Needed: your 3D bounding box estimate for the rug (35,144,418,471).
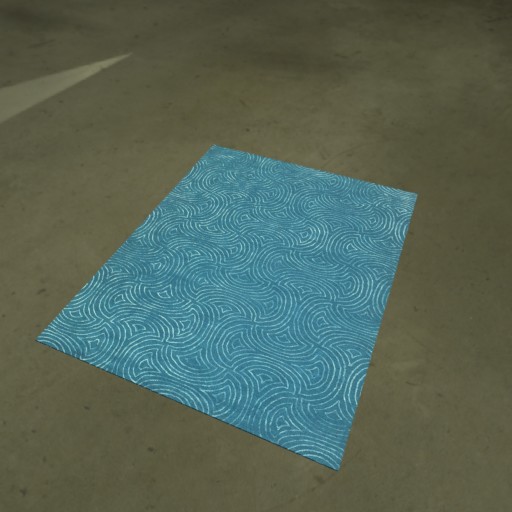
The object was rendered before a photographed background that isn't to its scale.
[{"bbox_3d":[0.000,0.000,4.075,2.432,0.012,3.033,17,49,16],"label":"rug"}]
